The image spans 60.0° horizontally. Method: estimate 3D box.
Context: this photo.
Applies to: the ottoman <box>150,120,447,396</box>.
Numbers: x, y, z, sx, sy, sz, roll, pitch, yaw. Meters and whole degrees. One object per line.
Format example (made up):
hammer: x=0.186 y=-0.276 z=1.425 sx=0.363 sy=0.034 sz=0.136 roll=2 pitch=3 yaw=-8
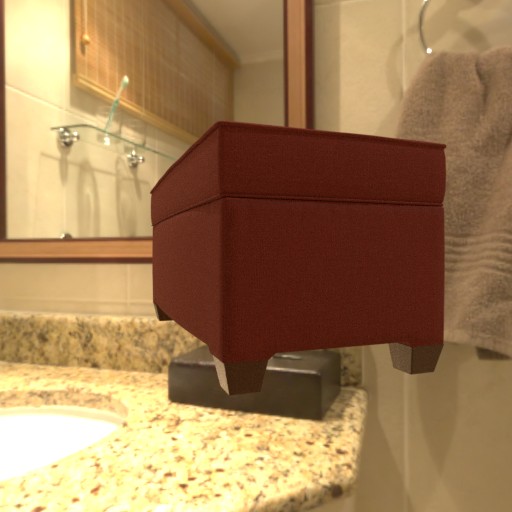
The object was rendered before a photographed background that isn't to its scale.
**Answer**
ottoman: x=0.000 y=0.000 z=1.223 sx=0.497 sy=0.454 sz=0.948 roll=0 pitch=1 yaw=-20
